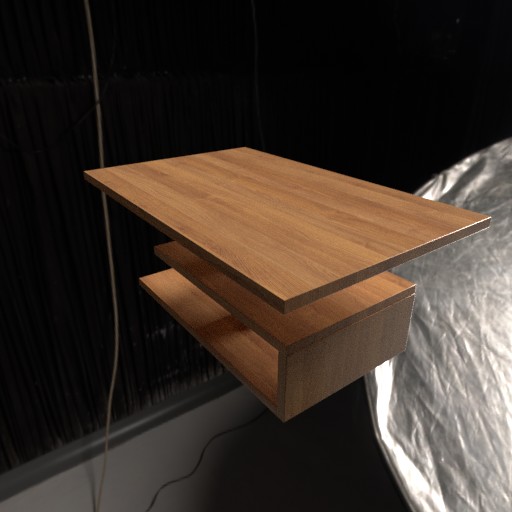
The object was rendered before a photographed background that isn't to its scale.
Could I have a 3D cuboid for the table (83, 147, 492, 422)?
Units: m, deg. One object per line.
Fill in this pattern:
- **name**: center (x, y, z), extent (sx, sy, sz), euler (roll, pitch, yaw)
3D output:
- **table**: center (0.000, 0.000, 1.448), extent (0.700, 0.442, 1.100), euler (-18, 30, -33)
